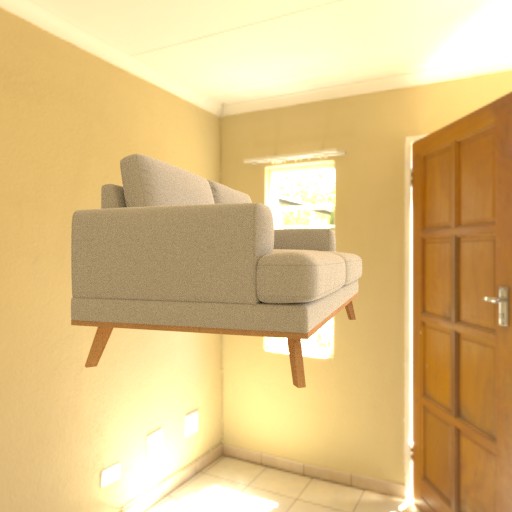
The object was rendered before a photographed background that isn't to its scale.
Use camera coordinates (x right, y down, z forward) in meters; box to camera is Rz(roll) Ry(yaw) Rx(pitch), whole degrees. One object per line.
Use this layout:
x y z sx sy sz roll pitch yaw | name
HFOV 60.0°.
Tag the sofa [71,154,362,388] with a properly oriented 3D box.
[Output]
0.000 0.000 2.229 0.915 0.810 1.651 0 0 18 | sofa
